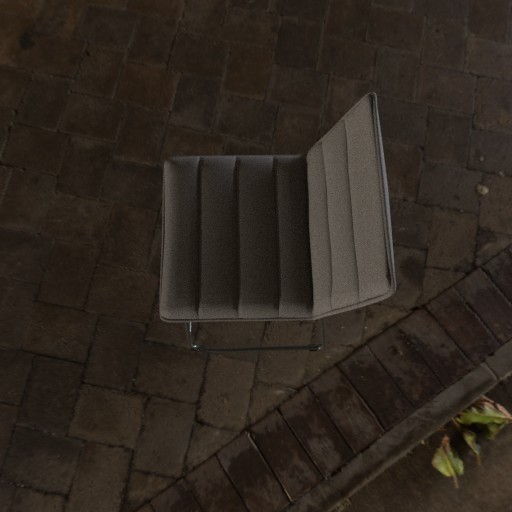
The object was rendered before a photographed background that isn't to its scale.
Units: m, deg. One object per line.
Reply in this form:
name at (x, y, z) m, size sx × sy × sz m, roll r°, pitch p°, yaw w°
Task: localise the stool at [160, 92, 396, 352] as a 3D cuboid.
stool at (0.000, 0.000, 1.229) m, size 0.490 × 0.960 × 0.490 m, roll -1°, pitch 76°, yaw 0°
